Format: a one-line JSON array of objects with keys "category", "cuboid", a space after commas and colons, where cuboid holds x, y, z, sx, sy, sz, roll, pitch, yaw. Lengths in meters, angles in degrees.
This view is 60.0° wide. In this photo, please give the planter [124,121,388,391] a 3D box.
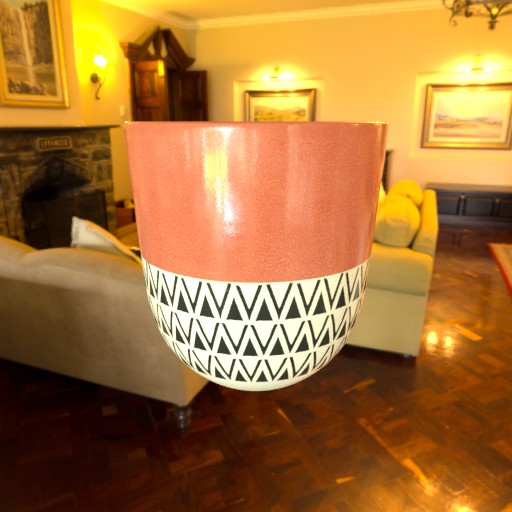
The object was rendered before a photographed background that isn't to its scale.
[{"category": "planter", "cuboid": [0.000, 0.000, 0.369, 0.195, 0.214, 0.195, 0, 17, 0]}]
